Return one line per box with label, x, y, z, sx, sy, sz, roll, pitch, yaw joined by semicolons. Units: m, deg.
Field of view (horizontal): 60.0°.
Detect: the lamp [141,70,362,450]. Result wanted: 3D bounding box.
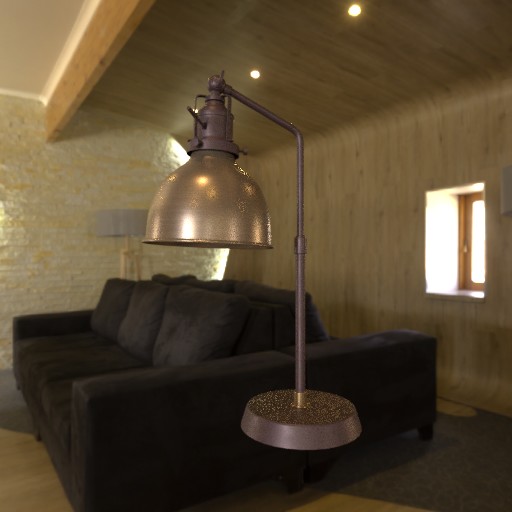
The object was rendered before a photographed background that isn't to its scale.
lamp;0.000;0.000;0.594;0.298;0.469;0.175;0;0;-17
